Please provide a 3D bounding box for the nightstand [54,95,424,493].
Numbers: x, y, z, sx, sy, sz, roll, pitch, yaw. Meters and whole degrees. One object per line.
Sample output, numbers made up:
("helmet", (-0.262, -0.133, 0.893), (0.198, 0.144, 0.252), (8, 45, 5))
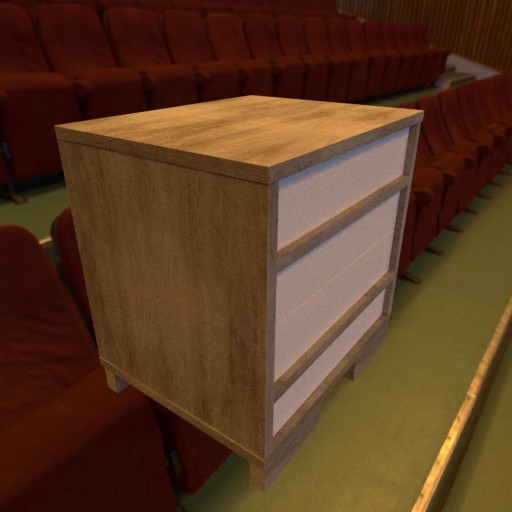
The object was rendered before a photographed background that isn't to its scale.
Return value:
("nightstand", (0.000, 0.000, 0.741), (0.347, 0.448, 0.427), (18, 32, 33))
